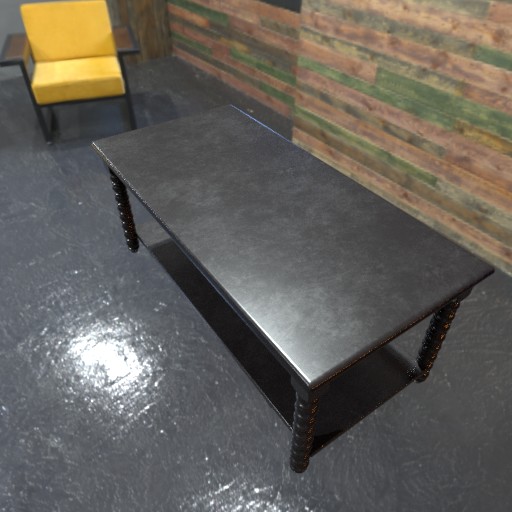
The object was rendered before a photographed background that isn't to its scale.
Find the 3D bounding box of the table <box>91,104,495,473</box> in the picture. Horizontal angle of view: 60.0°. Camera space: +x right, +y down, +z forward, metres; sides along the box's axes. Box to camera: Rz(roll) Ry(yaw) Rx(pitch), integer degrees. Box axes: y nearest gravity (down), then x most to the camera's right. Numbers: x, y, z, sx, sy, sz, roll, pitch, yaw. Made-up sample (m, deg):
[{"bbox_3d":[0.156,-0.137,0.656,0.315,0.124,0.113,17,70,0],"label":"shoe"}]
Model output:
[{"bbox_3d":[0.000,0.000,1.440,0.580,0.487,1.171,-25,47,-25],"label":"table"}]
